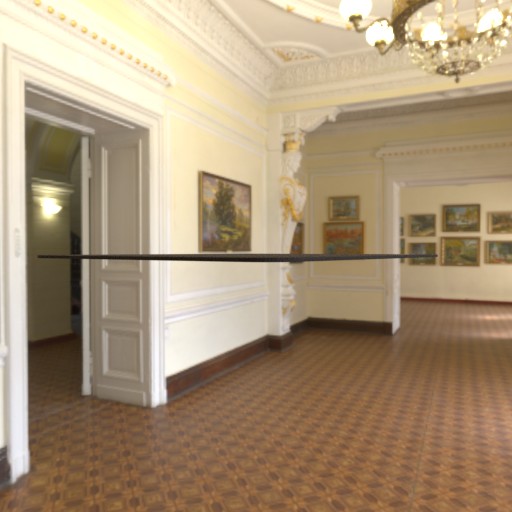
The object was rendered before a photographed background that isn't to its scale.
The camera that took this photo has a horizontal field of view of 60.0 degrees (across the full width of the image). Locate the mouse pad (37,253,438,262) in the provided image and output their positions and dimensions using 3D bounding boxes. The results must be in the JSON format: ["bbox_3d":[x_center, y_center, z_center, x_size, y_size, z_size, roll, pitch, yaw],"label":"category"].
[{"bbox_3d":[0.000,0.000,0.343,0.211,0.002,0.249,0,1,38],"label":"mouse pad"}]
